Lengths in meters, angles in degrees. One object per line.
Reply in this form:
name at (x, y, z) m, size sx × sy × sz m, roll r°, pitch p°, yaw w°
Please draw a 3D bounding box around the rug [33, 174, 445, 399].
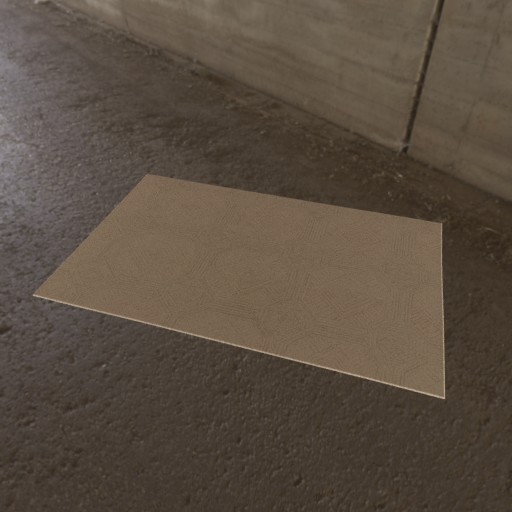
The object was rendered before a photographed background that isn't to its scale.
rug at (0.000, 0.000, 3.032) m, size 2.440 × 0.008 × 1.524 m, roll 11°, pitch 42°, yaw 13°
